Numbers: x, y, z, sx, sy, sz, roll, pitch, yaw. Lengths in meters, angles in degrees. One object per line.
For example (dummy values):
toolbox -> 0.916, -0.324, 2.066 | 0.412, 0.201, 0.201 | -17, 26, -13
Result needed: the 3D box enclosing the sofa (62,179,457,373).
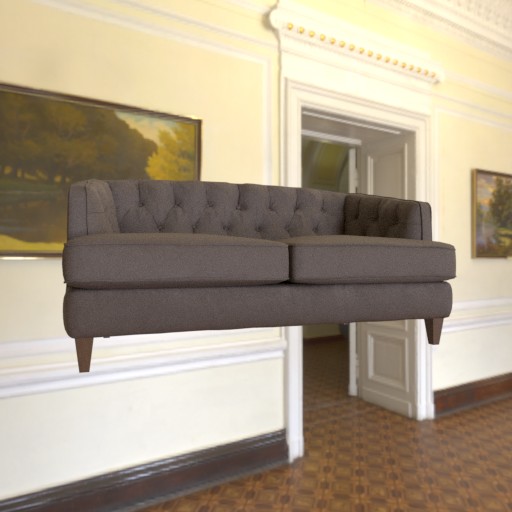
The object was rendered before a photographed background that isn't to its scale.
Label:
sofa -> 0.000, 0.000, 2.227 | 1.733, 0.855, 0.941 | 0, 0, -19
